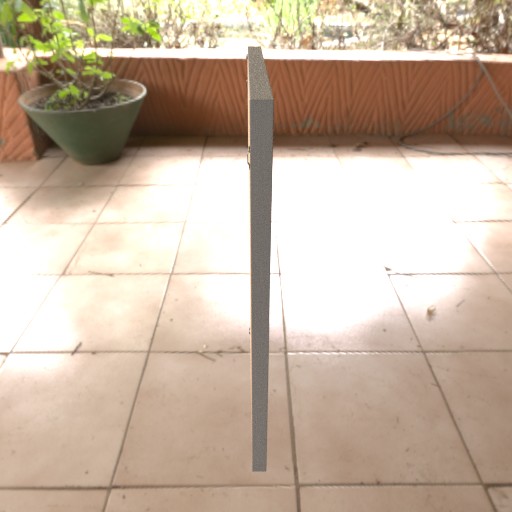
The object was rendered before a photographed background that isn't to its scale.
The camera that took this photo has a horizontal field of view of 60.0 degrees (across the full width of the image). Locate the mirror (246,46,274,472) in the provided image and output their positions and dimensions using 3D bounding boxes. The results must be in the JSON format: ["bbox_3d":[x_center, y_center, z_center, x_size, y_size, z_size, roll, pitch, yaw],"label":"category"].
[{"bbox_3d":[0.000,0.000,1.145,0.040,0.915,0.609,-1,32,-1],"label":"mirror"}]
